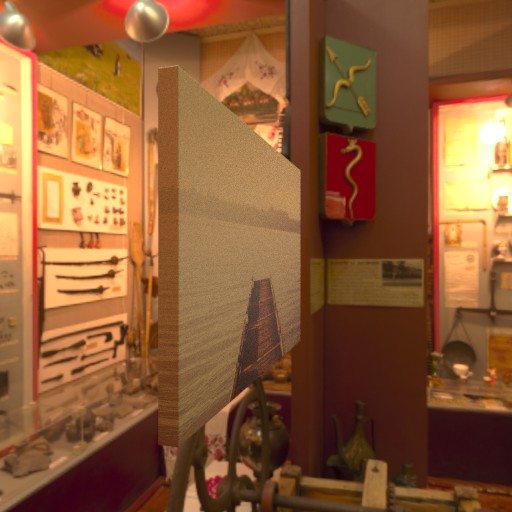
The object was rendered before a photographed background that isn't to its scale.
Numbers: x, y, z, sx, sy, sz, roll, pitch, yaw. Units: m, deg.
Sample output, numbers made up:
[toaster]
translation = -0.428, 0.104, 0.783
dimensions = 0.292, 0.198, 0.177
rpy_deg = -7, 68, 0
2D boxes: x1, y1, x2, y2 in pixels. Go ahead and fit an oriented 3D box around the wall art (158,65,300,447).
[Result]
[wall art]
translation = 0.000, 0.000, 1.145
dimensions = 0.037, 0.609, 0.916
rpy_deg = 0, 0, 18
